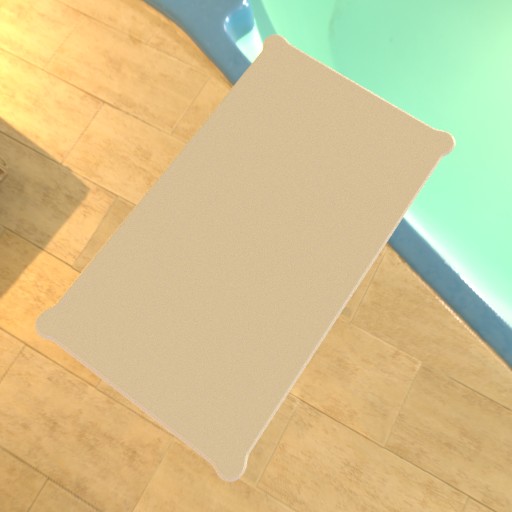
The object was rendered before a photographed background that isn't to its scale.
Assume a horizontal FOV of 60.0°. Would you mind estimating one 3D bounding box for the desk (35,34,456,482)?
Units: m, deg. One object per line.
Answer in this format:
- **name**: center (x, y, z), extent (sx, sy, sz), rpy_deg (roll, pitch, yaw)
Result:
- **desk**: center (0.000, 0.000, 1.850), extent (0.807, 0.762, 1.380), rpy_deg (34, 78, 8)
